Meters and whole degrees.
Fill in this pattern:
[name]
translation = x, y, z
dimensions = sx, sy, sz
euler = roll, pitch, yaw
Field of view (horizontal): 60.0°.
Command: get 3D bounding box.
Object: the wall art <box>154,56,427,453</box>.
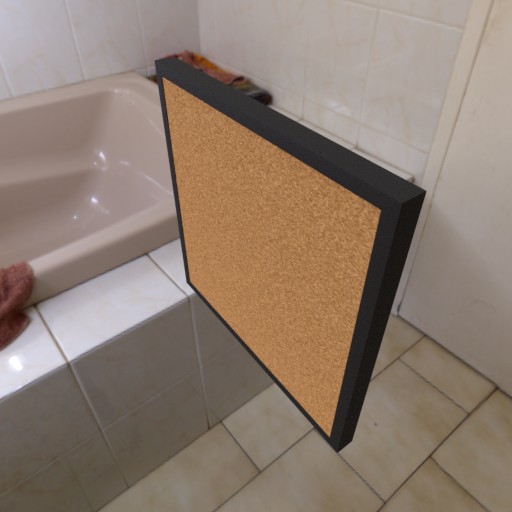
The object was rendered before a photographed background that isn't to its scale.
[wall art]
translation = 0.000, 0.000, 0.738
dimensions = 0.036, 0.503, 0.506
euler = -26, 47, -27
